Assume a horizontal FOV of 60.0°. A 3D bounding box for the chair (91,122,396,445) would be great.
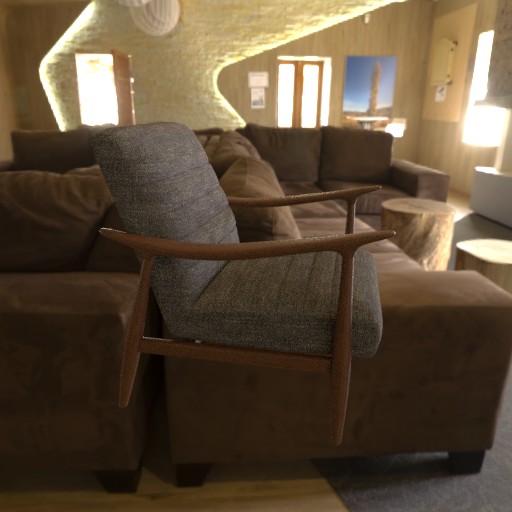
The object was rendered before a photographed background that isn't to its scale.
[{"bbox_3d":[0.000,0.000,1.458,0.798,0.832,0.741,4,19,12],"label":"chair"}]
